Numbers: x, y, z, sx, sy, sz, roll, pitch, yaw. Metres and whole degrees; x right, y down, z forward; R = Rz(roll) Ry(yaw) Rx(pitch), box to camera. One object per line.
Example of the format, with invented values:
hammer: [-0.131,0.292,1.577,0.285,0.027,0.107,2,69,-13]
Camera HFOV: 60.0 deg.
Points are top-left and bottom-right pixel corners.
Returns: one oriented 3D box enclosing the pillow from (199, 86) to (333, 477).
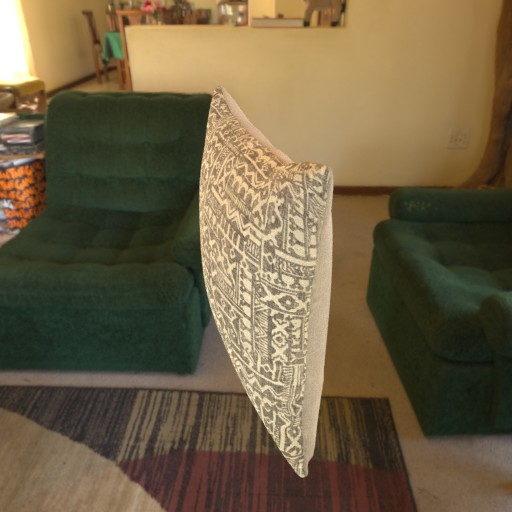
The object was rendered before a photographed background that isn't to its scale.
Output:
pillow: [0.000,0.000,0.775,0.180,0.487,0.546,-8,31,-14]
